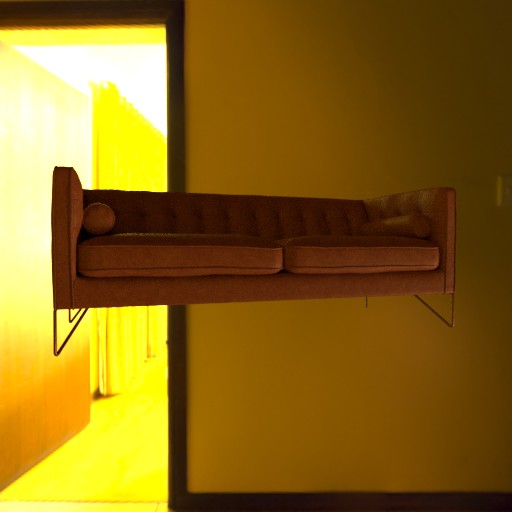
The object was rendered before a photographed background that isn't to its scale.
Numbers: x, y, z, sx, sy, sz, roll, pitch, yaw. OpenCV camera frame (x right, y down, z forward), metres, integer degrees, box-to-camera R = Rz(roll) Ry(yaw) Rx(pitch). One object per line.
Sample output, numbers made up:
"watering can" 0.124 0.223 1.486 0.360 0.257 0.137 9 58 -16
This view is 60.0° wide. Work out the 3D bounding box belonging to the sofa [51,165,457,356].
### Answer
"sofa" 0.000 0.000 2.545 2.079 0.798 0.912 0 1 -19
